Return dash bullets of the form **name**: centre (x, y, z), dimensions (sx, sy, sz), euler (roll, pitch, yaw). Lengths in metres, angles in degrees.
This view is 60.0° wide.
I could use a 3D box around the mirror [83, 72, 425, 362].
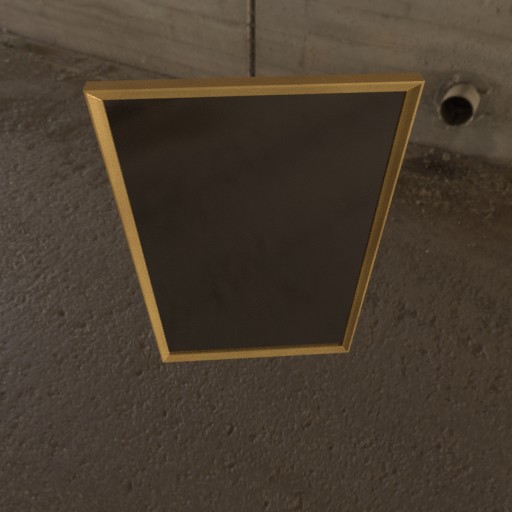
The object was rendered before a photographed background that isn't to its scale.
- **mirror**: centre (0.000, 0.000, 1.131), dimensions (0.609, 0.915, 0.041), euler (-3, 46, -2)
